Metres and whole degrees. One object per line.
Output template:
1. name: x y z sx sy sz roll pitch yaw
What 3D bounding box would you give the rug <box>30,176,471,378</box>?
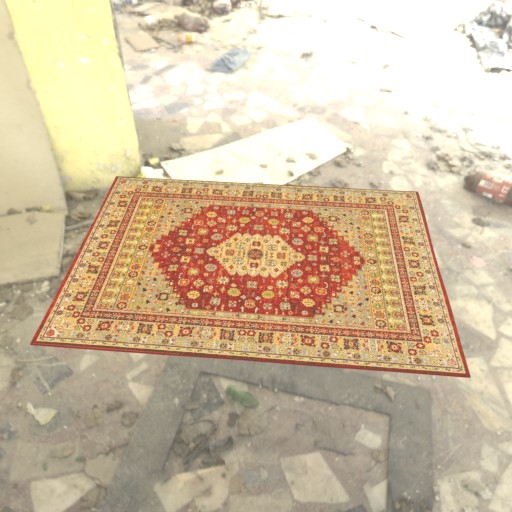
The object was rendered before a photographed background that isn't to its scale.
1. rug: 0.000 0.000 2.218 1.802 0.013 1.194 3 46 3
